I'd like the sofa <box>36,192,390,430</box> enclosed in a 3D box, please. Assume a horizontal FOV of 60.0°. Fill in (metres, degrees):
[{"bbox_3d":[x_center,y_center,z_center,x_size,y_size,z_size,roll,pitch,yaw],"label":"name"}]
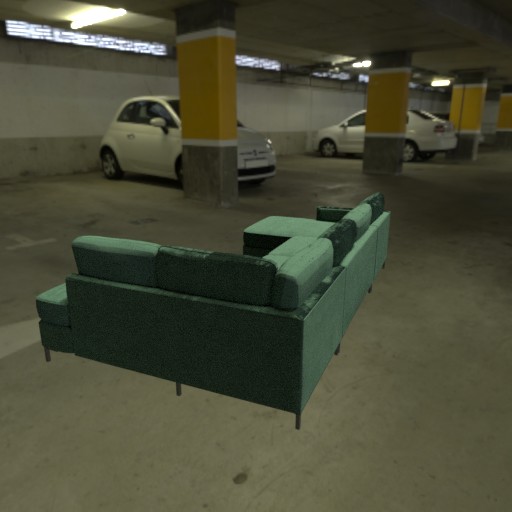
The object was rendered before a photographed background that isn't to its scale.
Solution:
[{"bbox_3d":[0.000,0.000,4.325,2.055,0.992,3.434,7,18,23],"label":"sofa"}]
